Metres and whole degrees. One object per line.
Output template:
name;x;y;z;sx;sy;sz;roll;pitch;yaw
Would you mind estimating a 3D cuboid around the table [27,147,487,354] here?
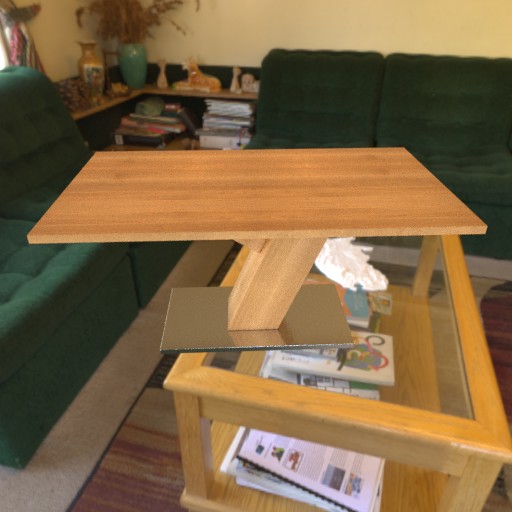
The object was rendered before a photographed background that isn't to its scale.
table;0.000;0.000;2.115;1.600;0.750;0.900;-1;31;-2
